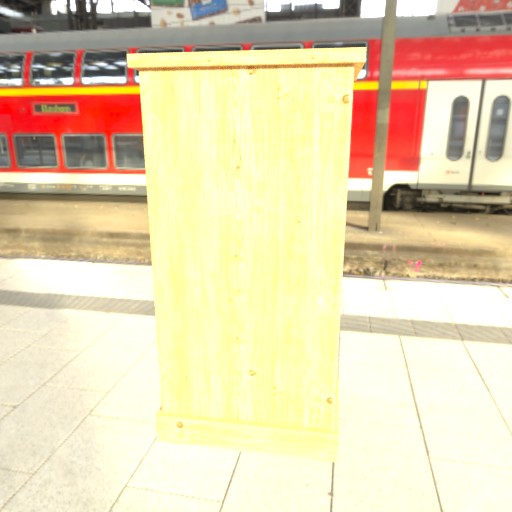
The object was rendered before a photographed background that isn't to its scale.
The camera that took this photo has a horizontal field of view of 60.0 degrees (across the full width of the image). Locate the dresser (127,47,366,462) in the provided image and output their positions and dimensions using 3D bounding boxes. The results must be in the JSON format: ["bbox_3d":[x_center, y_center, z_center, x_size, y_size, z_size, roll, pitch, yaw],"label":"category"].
[{"bbox_3d":[0.000,0.000,1.294,0.531,1.041,0.390,3,16,9],"label":"dresser"}]
